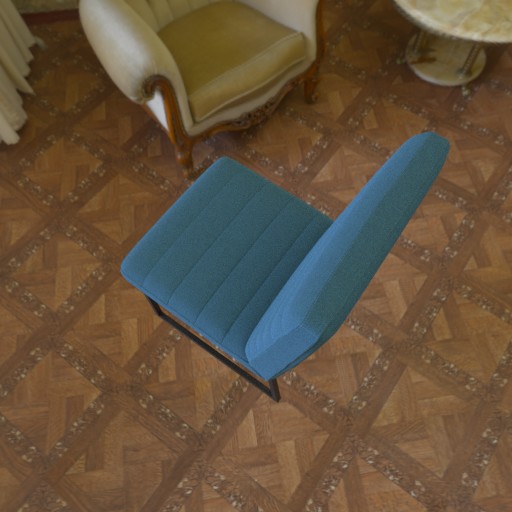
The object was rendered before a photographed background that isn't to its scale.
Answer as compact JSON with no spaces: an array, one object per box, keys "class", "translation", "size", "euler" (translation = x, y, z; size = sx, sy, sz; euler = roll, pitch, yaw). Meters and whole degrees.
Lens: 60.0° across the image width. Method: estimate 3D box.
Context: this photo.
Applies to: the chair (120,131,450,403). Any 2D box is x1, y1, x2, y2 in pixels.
[{"class":"chair","translation":[0.000,0.000,1.275],"size":[0.634,0.930,0.520],"euler":[32,68,15]}]
